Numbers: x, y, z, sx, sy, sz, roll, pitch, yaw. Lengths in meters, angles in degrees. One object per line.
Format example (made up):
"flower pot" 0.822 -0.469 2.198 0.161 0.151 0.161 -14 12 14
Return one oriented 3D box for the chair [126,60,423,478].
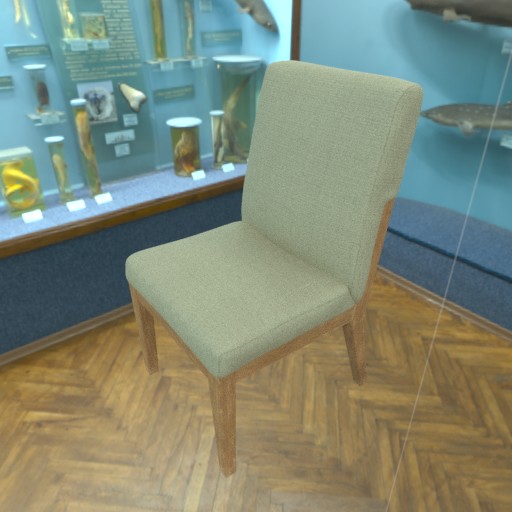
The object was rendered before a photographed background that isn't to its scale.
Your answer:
"chair" 0.000 0.000 1.212 0.586 0.911 0.507 -21 37 -31
